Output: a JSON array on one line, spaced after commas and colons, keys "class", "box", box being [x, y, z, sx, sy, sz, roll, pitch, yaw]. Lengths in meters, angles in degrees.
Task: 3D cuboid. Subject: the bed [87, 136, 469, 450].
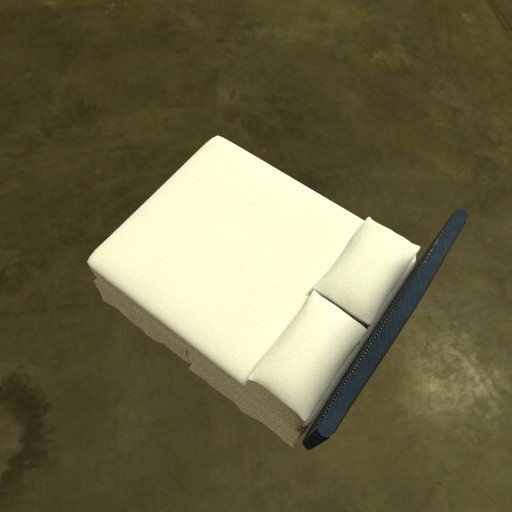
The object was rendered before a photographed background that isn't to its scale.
[{"class": "bed", "box": [0.000, 0.000, 3.252, 2.153, 1.518, 1.713, 34, 68, 16]}]
